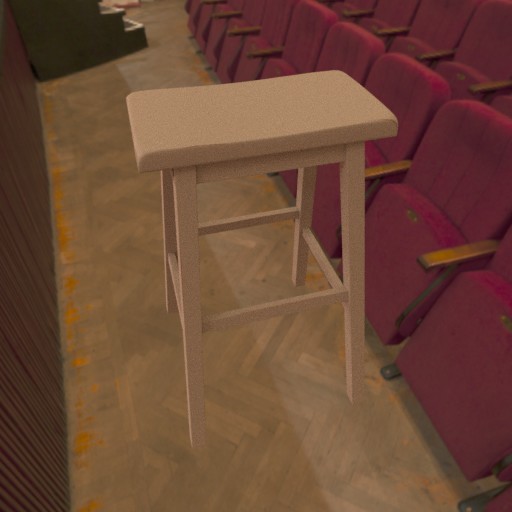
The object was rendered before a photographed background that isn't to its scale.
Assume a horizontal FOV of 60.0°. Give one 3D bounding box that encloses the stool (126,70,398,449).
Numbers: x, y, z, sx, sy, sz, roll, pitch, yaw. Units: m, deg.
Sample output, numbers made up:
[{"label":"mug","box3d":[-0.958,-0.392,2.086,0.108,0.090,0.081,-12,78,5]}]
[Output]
[{"label":"stool","box3d":[0.000,0.000,1.043,0.457,0.737,0.476,-11,43,-12]}]
